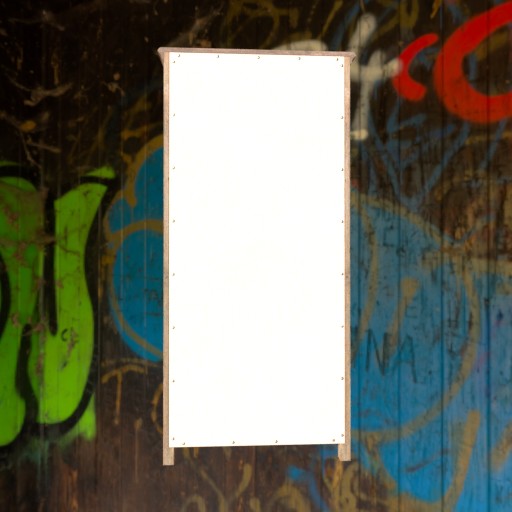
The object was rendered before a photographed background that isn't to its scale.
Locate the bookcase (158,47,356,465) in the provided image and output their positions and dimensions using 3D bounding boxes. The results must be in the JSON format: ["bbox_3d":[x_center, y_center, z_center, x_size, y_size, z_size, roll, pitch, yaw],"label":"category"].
[{"bbox_3d":[0.000,0.000,2.187,0.906,1.880,0.348,0,0,-3],"label":"bookcase"}]
